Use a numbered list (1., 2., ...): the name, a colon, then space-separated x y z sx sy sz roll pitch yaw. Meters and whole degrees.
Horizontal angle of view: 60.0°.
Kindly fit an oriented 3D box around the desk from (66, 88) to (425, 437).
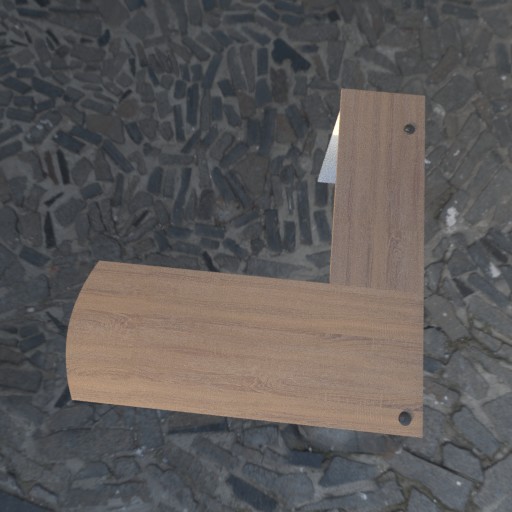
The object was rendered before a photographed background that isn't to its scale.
1. desk: 0.000 0.000 2.068 1.303 0.716 1.361 6 75 1
